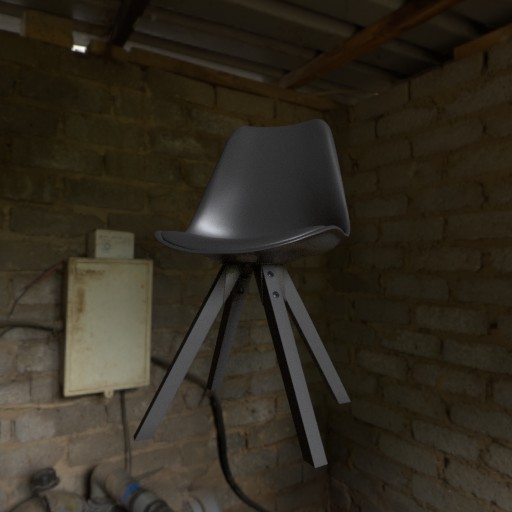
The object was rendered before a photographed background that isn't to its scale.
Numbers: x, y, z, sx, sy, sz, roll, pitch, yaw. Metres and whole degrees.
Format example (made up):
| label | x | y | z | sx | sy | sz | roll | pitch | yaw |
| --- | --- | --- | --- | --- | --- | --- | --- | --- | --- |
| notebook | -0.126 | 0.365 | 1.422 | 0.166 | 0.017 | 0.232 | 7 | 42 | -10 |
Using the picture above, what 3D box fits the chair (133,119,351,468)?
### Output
| label | x | y | z | sx | sy | sz | roll | pitch | yaw |
| --- | --- | --- | --- | --- | --- | --- | --- | --- | --- |
| chair | 0.000 | 0.000 | 1.179 | 0.485 | 0.850 | 0.530 | 0 | 0 | 18 |
